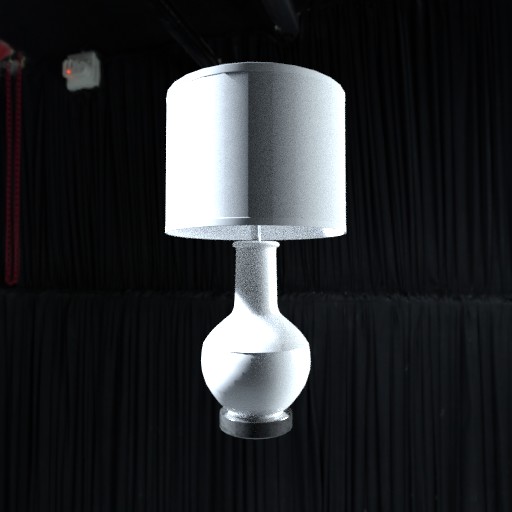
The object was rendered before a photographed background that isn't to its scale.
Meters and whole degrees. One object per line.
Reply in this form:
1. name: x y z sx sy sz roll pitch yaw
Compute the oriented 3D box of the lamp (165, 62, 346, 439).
1. lamp: 0.000 0.000 0.890 0.357 0.673 0.357 -1 -2 17
